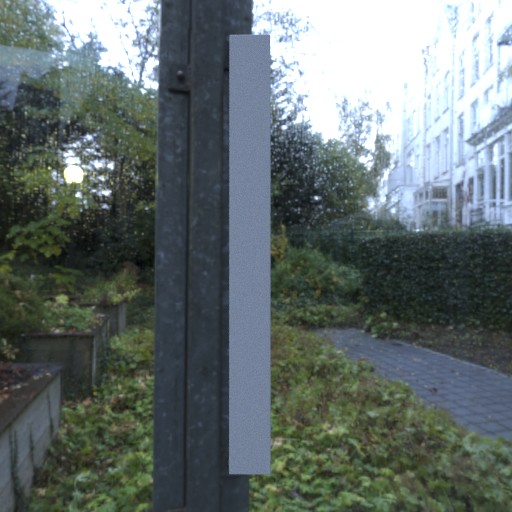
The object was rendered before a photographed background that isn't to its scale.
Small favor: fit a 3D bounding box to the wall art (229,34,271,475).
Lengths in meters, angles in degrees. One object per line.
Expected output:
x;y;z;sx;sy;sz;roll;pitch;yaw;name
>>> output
0.000;0.000;0.612;0.038;0.406;0.406;0;-1;2;wall art
